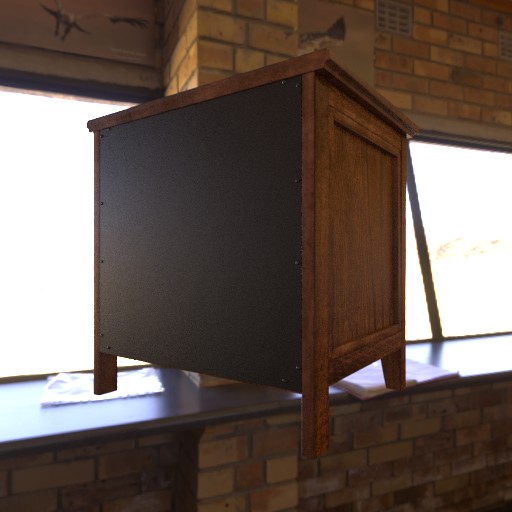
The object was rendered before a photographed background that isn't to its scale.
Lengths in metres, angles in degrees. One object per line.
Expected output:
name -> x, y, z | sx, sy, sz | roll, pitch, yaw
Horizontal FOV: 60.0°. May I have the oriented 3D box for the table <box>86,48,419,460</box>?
table -> 0.000, 0.000, 0.988 | 0.586, 0.597, 0.461 | 0, 0, 35
